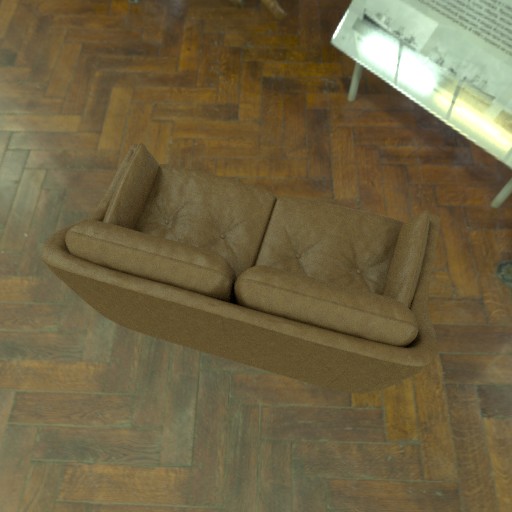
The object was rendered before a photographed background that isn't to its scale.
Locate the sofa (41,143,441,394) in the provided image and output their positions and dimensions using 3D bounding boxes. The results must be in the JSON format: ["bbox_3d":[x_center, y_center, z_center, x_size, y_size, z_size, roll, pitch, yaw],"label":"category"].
[{"bbox_3d":[0.000,0.000,2.278,1.731,0.886,0.981,15,64,7],"label":"sofa"}]
